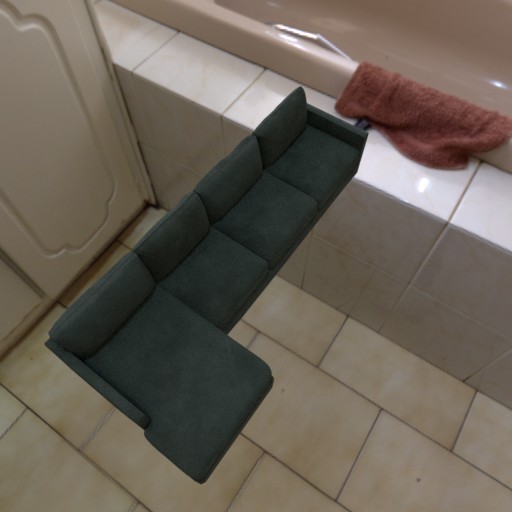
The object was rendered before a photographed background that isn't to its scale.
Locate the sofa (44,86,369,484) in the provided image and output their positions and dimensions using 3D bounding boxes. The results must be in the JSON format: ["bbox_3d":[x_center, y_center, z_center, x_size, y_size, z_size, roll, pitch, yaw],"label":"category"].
[{"bbox_3d":[0.000,0.000,3.946,1.500,0.967,3.400,32,65,17],"label":"sofa"}]
